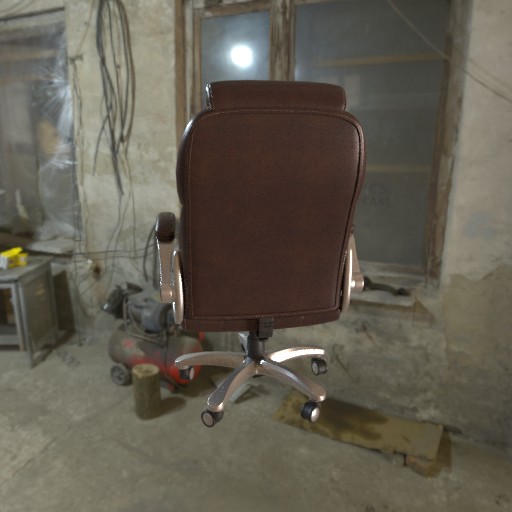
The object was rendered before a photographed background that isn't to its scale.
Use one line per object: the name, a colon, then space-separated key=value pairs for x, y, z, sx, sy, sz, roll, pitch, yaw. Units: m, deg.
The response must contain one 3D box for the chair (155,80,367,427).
chair: x=0.000 y=0.000 z=1.677 sx=0.733 sy=1.160 sz=0.774 roll=-2 pitch=14 yaw=-10
